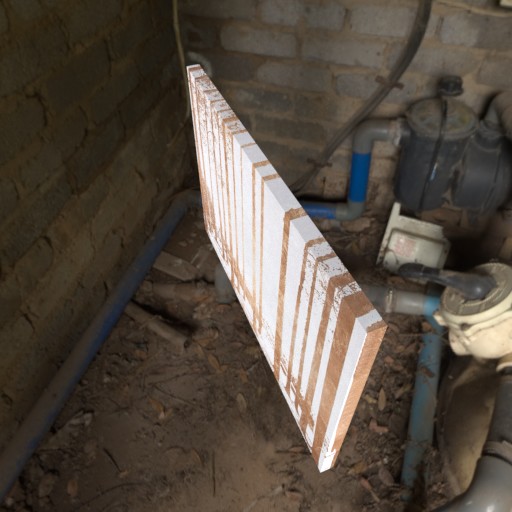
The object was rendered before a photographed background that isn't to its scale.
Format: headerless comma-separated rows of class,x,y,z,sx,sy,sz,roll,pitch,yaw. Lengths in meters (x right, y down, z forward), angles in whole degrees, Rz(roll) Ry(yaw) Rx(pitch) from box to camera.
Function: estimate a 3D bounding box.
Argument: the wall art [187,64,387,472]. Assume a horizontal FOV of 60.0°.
wall art,0.000,0.000,1.138,0.035,0.609,0.914,-17,49,-15
